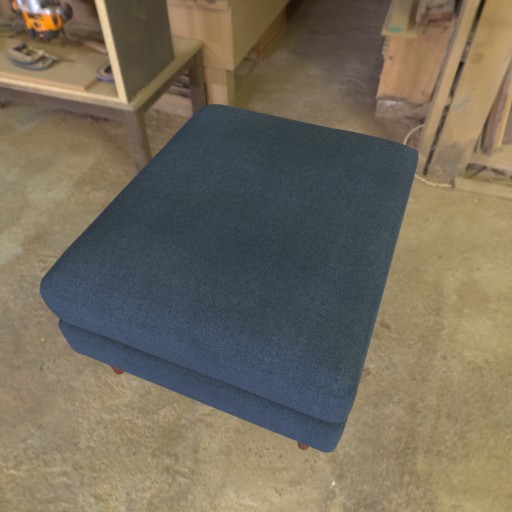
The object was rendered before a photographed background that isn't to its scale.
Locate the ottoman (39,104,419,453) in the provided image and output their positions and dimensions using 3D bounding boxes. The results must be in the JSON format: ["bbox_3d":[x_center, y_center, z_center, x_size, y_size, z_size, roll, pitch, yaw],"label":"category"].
[{"bbox_3d":[0.000,0.000,1.224,0.693,0.474,0.821,17,51,14],"label":"ottoman"}]
